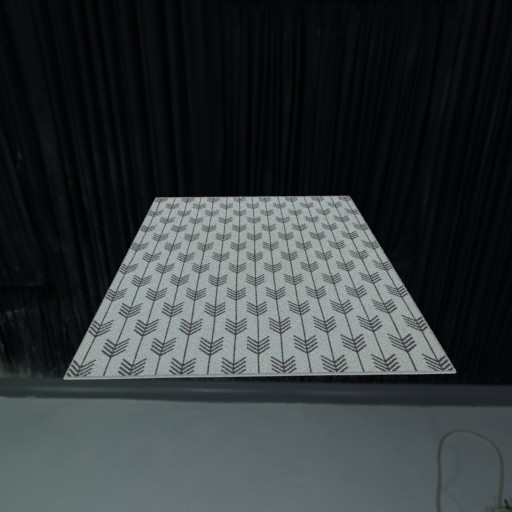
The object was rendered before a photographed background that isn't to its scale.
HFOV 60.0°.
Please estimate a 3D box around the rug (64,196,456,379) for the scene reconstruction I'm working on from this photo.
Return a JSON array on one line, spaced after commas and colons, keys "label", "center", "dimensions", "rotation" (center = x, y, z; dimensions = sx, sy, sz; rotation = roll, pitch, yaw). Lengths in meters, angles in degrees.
[{"label": "rug", "center": [0.000, 0.000, 3.973], "dimensions": [2.330, 0.010, 3.061], "rotation": [-1, 28, -1]}]
